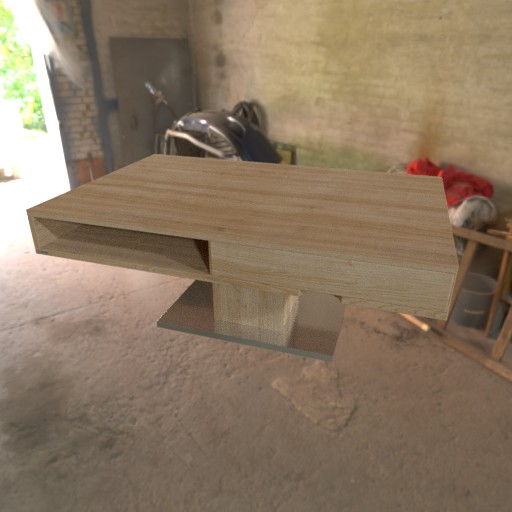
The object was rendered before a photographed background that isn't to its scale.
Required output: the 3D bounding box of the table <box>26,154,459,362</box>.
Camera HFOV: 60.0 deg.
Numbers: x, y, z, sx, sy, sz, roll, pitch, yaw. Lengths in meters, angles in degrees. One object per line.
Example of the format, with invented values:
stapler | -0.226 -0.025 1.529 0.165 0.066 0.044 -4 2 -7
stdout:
table | 0.000 0.000 1.455 1.100 0.440 0.700 8 27 16
